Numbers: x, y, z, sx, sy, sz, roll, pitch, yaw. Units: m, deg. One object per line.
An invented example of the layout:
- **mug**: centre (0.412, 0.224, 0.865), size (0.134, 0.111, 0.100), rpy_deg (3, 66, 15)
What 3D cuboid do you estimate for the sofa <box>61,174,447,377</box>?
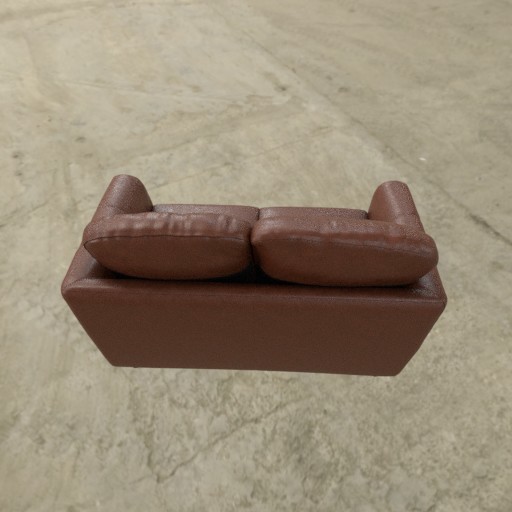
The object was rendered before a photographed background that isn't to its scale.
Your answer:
- **sofa**: centre (0.000, 0.000, 1.926), size (1.406, 0.906, 0.805), rpy_deg (2, 46, 2)
